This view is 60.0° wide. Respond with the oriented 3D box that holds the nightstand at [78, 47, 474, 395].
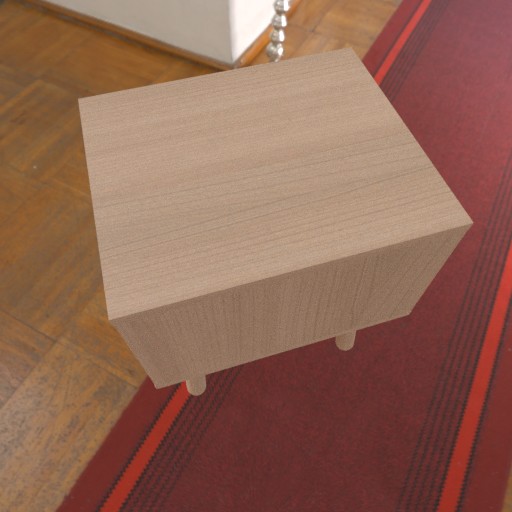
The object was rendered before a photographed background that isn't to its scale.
[{"bbox_3d":[0.000,0.000,0.837,0.450,0.530,0.380,-14,59,-9],"label":"nightstand"}]
